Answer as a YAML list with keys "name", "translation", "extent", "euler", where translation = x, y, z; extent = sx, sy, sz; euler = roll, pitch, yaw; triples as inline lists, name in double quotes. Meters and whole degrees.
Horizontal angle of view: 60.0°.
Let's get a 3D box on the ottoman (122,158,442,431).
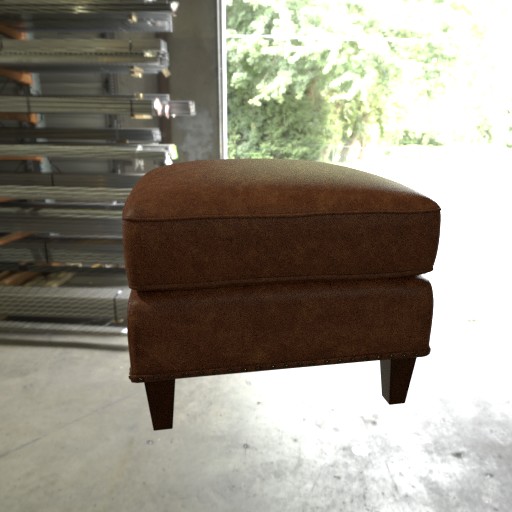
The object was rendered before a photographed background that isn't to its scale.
- name: "ottoman"
  translation: [0.000, 0.000, 1.138]
  extent: [0.586, 0.486, 0.742]
  euler: [-3, 15, -10]
